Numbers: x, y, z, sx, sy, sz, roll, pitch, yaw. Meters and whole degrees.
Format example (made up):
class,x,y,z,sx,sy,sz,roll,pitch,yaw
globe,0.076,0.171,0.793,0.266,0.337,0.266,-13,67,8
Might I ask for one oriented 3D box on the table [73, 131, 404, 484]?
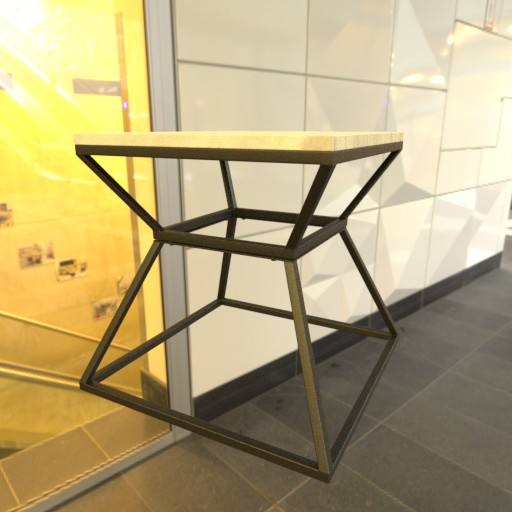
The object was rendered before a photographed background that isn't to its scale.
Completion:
class,x,y,z,sx,sy,sz,roll,pitch,yaw
table,0.000,0.000,0.802,0.455,0.431,0.455,9,18,27
